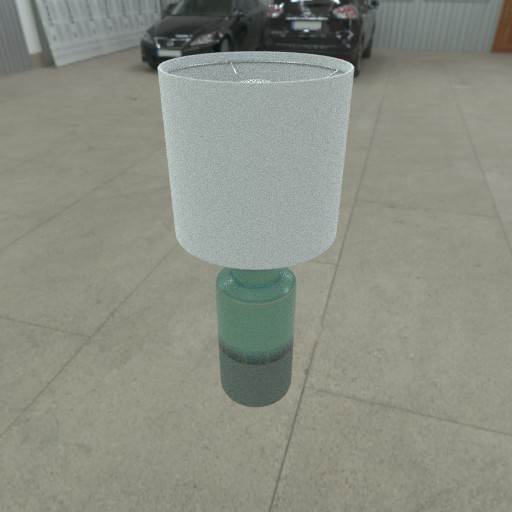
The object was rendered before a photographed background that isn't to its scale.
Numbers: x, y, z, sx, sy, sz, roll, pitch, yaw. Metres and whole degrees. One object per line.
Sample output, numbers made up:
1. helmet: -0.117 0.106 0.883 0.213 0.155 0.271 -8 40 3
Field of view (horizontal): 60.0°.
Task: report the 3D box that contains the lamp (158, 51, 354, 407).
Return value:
1. lamp: 0.000 0.000 0.614 0.212 0.493 0.212 -10 33 -16
